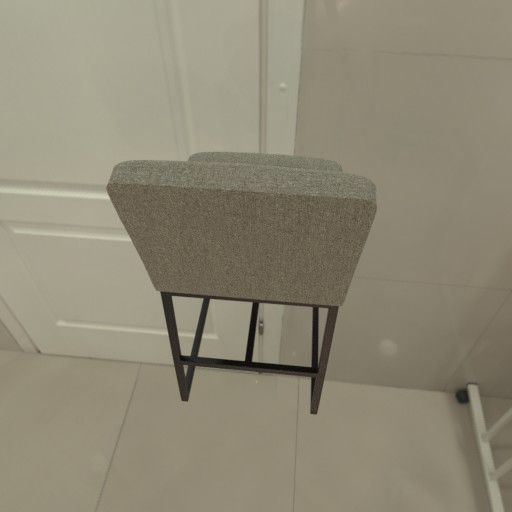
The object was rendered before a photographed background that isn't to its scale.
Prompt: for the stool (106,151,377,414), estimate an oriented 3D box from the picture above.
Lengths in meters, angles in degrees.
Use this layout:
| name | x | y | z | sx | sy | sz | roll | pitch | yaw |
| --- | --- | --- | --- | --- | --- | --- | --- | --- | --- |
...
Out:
| name | x | y | z | sx | sy | sz | roll | pitch | yaw |
| --- | --- | --- | --- | --- | --- | --- | --- | --- | --- |
| stool | 0.000 | 0.000 | 1.233 | 0.460 | 0.940 | 0.560 | 4 | 48 | 4 |
